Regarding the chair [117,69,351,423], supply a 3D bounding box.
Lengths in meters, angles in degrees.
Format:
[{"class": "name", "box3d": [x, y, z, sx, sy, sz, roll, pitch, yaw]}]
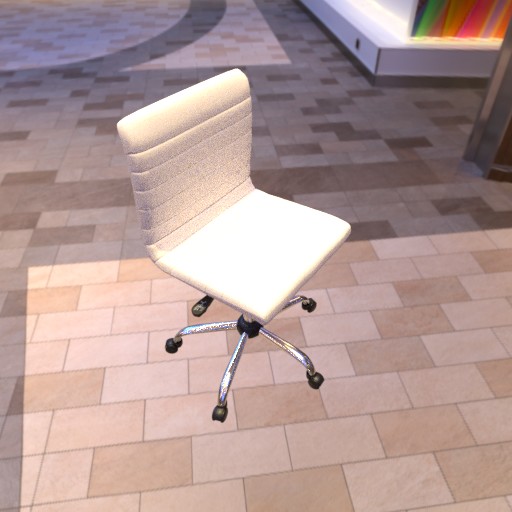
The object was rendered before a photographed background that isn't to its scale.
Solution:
[{"class": "chair", "box3d": [0.000, 0.000, 1.097, 0.455, 0.750, 0.520, 26, 47, 27]}]
